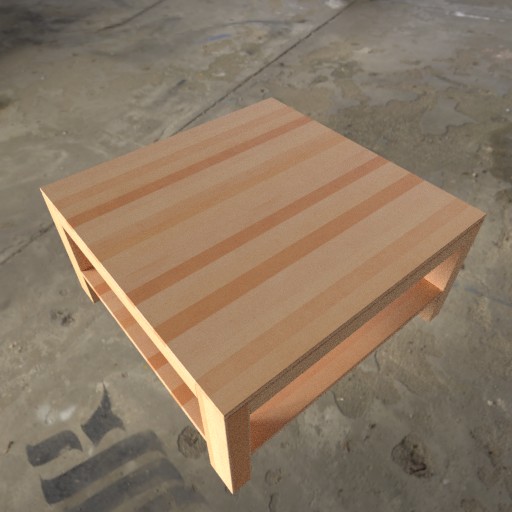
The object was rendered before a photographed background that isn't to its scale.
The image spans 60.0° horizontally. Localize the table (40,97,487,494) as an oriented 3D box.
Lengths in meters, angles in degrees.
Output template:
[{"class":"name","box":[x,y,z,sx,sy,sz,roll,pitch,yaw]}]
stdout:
[{"class":"table","box":[0.000,0.000,1.416,0.900,0.450,0.900,-31,53,-27]}]
